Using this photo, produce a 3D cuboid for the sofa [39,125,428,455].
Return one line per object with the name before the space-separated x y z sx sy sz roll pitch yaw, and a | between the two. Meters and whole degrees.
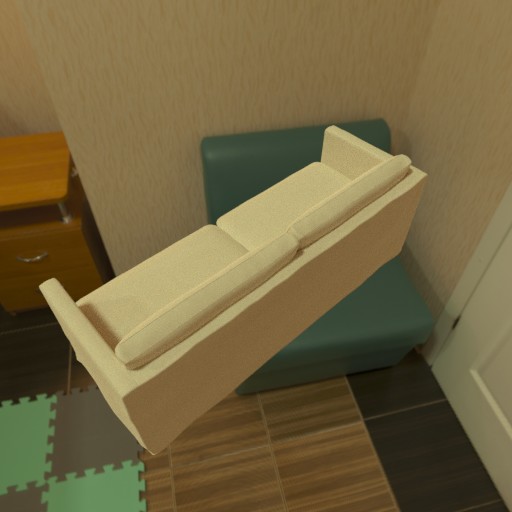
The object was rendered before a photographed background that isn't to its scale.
sofa | 0.000 0.000 3.344 2.779 0.999 1.036 -34 56 -27
